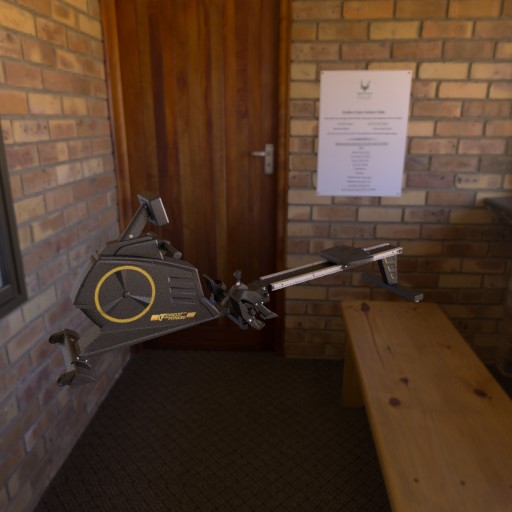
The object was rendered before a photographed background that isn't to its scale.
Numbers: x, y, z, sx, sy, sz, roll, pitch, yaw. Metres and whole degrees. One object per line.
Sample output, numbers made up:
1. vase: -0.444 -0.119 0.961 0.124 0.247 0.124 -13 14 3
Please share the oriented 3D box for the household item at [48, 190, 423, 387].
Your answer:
1. household item: 0.000 0.000 2.560 2.251 0.810 0.521 -9 19 -27
